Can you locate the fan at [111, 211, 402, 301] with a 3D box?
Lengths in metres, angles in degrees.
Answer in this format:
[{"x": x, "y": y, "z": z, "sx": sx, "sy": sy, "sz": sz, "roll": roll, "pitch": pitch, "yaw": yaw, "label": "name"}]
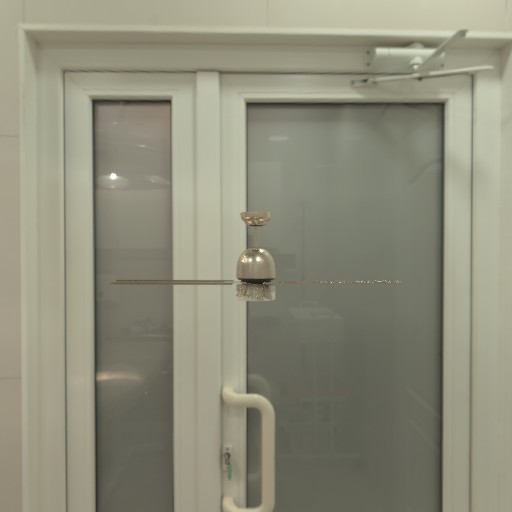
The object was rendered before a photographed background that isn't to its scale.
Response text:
[{"x": 0.000, "y": 0.000, "z": 2.088, "sx": 1.346, "sy": 0.406, "sz": 1.346, "roll": 0, "pitch": 1, "yaw": -1, "label": "fan"}]
